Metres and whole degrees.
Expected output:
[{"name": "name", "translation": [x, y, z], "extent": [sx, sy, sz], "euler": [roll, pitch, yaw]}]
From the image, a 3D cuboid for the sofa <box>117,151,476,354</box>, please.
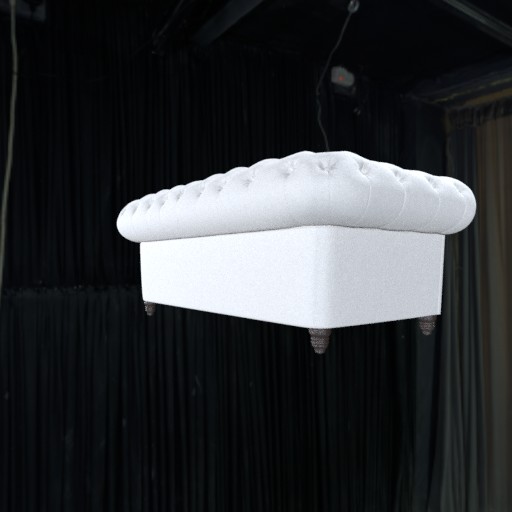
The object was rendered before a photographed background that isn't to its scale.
[{"name": "sofa", "translation": [0.000, 0.000, 2.465], "extent": [0.986, 0.764, 1.998], "euler": [1, -1, -37]}]
